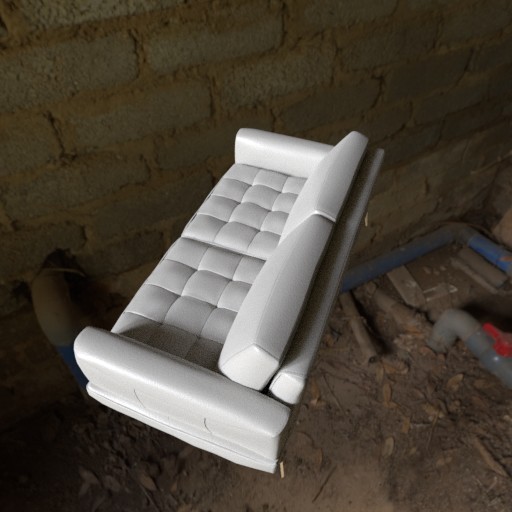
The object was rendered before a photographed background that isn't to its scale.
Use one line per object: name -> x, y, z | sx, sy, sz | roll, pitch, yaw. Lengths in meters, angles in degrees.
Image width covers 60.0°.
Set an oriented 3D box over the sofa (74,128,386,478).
sofa -> 0.000, 0.000, 2.707 | 1.121, 0.930, 2.177 | 16, 49, 15
